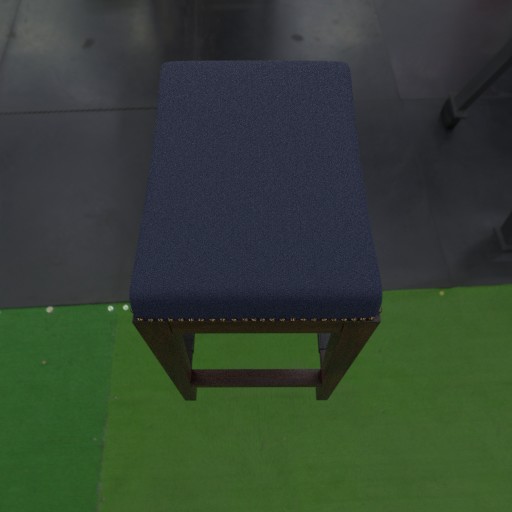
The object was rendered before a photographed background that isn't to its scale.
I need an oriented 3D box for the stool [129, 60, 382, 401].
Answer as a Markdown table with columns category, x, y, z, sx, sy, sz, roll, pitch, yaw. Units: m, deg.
| category | x | y | z | sx | sy | sz | roll | pitch | yaw |
| --- | --- | --- | --- | --- | --- | --- | --- | --- | --- |
| stool | 0.000 | 0.000 | 0.962 | 0.361 | 0.642 | 0.500 | 0 | 62 | 0 |
